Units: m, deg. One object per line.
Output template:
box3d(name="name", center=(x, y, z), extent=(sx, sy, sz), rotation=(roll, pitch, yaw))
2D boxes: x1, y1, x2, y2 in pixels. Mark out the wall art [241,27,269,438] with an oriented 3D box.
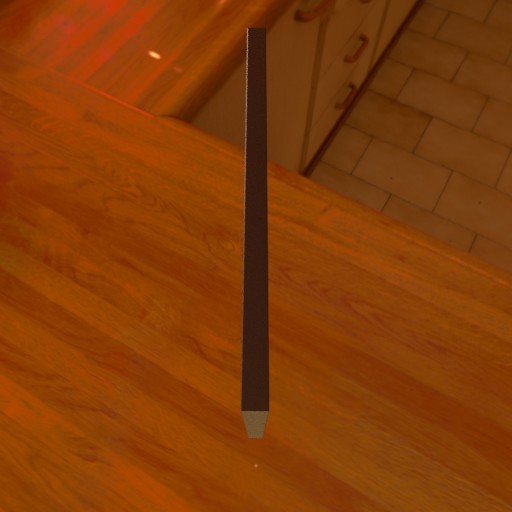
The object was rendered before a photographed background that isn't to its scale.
box3d(name="wall art", center=(0.000, 0.000, 0.766), extent=(0.029, 0.458, 0.559), rotation=(0, 65, 0))
